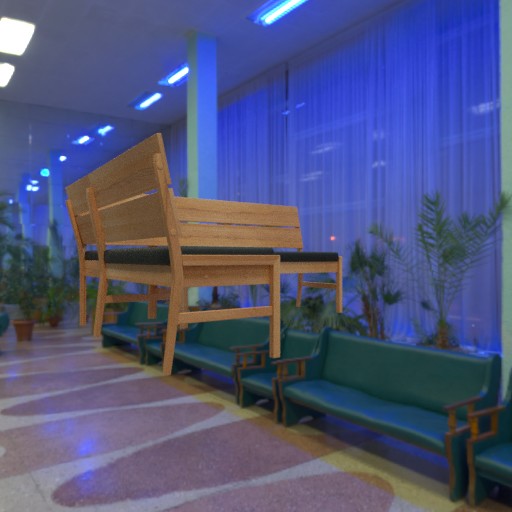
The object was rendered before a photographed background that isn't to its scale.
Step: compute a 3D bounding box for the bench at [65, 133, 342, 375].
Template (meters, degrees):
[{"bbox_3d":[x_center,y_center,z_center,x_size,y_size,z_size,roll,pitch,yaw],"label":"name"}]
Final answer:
[{"bbox_3d":[0.000,0.000,2.798,1.948,0.890,1.548,0,0,-35],"label":"bench"}]
